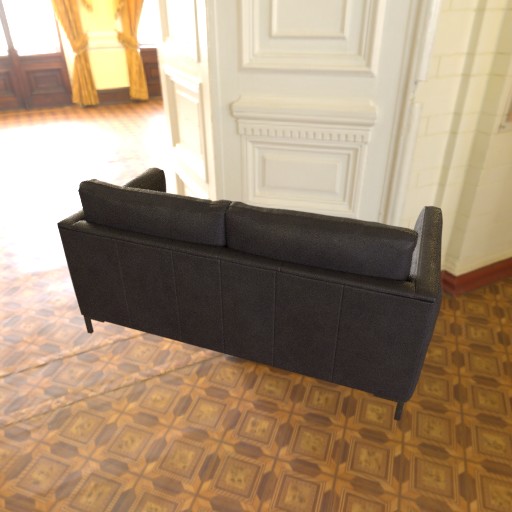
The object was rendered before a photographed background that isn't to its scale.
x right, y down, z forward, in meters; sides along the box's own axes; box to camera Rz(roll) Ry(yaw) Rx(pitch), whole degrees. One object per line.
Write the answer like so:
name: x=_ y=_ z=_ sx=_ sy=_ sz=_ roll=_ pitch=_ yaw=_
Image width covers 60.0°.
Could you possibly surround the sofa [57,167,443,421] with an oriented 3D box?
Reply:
sofa: x=0.000 y=0.000 z=2.355 sx=1.805 sy=0.883 sz=0.947 roll=10 pitch=32 yaw=16
